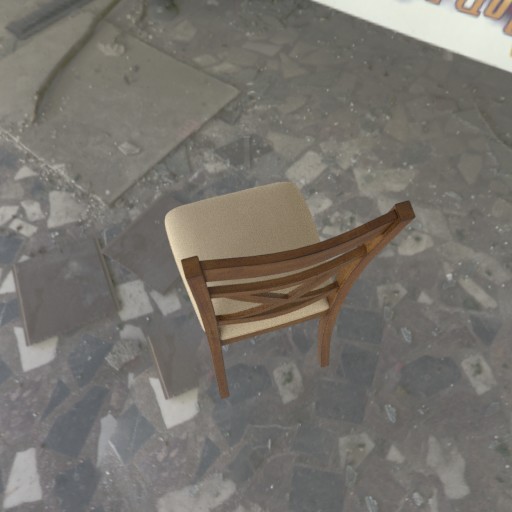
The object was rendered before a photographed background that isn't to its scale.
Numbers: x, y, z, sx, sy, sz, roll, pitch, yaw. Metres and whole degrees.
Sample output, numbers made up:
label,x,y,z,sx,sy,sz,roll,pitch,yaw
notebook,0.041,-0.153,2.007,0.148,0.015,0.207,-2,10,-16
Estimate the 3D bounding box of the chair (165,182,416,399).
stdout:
label,x,y,z,sx,sy,sz,roll,pitch,yaw
chair,0.000,0.000,1.272,0.461,0.949,0.581,-15,60,-9
